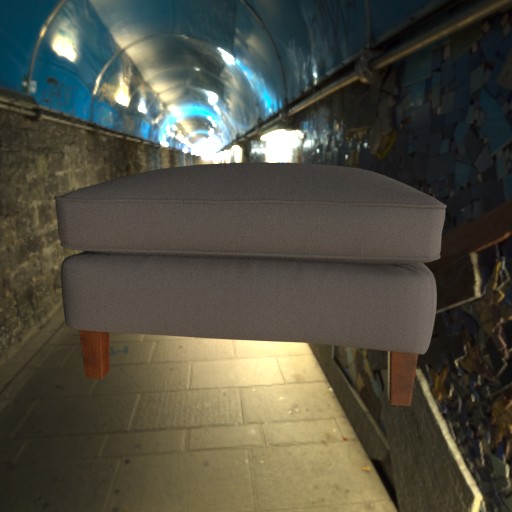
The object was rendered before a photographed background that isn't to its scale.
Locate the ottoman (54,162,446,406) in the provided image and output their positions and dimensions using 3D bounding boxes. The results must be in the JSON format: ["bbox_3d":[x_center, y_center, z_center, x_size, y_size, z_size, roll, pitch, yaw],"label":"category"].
[{"bbox_3d":[0.000,0.000,0.980,0.686,0.406,0.508,2,13,9],"label":"ottoman"}]
